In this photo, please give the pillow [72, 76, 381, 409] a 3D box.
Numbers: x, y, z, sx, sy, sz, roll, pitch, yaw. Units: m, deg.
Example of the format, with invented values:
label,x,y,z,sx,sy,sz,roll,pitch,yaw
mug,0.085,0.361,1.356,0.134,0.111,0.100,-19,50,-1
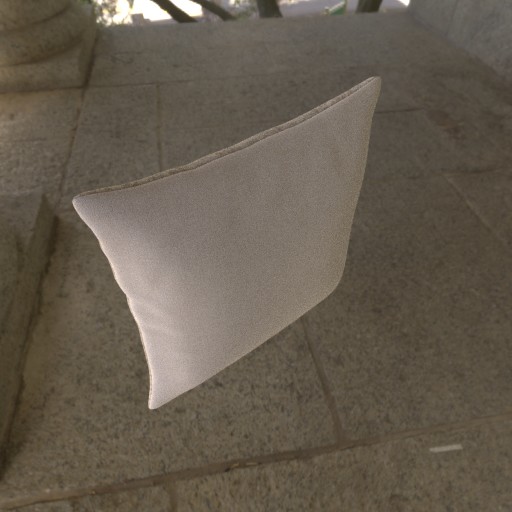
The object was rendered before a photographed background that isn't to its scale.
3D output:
label,x,y,z,sx,sy,sz,roll,pitch,yaw
pillow,0.000,0.000,0.781,0.523,0.510,0.166,-30,52,-26
